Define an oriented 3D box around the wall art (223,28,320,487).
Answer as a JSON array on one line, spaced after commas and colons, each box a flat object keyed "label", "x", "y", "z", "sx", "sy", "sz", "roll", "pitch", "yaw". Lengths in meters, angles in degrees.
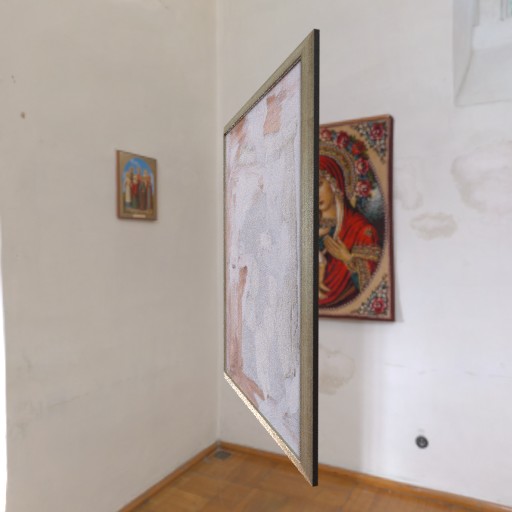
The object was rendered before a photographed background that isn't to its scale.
[{"label": "wall art", "x": 0.000, "y": 0.000, "z": 0.904, "sx": 0.018, "sy": 0.660, "sz": 0.559, "roll": 0, "pitch": 2, "yaw": -17}]
